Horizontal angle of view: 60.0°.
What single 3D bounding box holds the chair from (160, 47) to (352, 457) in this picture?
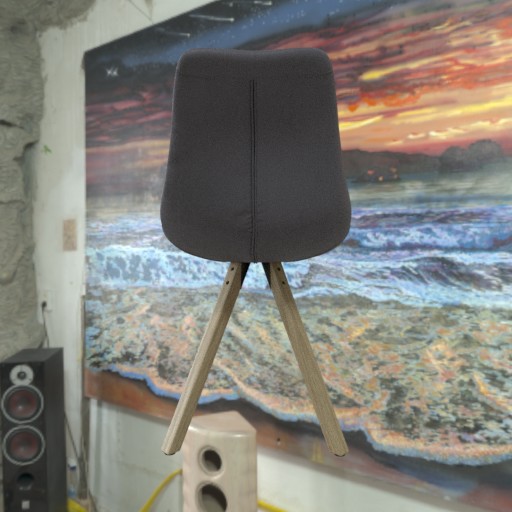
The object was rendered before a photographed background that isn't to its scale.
[{"bbox_3d":[0.000,0.000,1.171,0.483,0.865,0.547,0,1,1],"label":"chair"}]
